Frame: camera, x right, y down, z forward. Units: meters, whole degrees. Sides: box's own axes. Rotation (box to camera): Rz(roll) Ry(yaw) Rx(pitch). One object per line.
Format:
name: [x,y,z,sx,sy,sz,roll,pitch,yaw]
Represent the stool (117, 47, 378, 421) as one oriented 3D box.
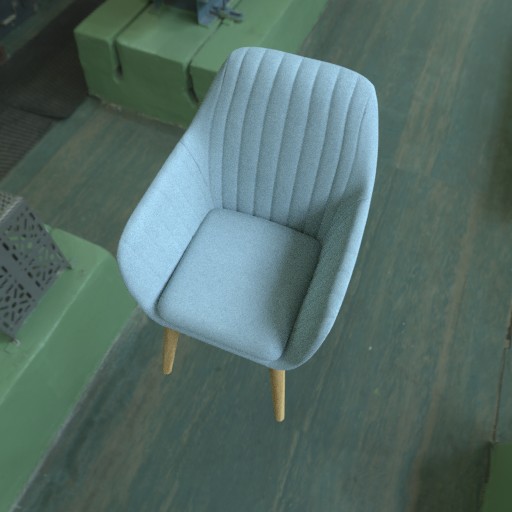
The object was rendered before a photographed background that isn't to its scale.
stool: [0.000,0.000,1.200,0.503,0.830,0.590,19,60,11]
